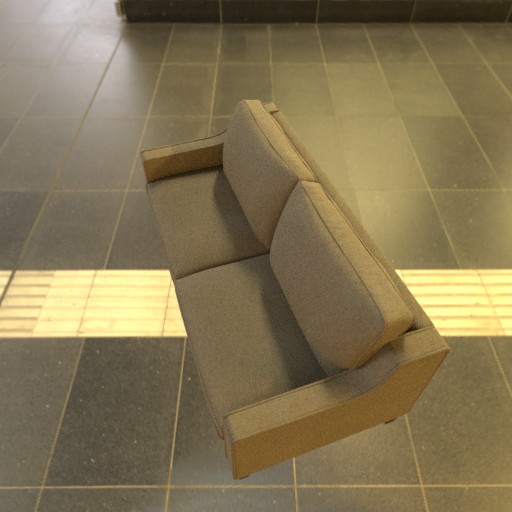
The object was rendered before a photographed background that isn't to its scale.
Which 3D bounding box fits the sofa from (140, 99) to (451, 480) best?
[{"bbox_3d":[0.000,0.000,2.756,1.073,1.074,2.181,-15,50,-13],"label":"sofa"}]
